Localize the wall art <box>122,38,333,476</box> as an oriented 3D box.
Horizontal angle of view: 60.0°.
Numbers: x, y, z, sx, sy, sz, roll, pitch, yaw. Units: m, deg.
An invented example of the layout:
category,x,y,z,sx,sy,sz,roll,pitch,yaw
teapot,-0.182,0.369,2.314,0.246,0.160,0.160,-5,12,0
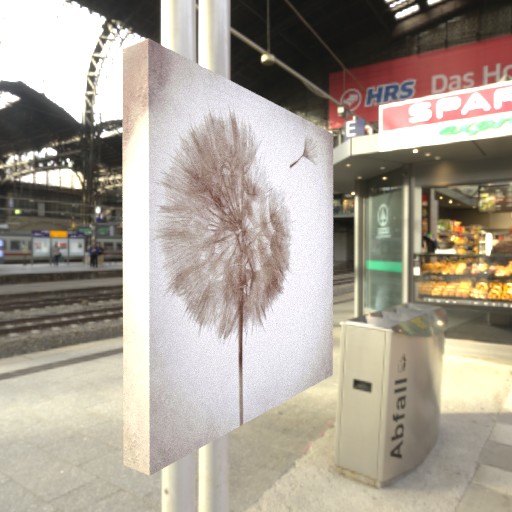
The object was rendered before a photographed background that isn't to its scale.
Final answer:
category,x,y,z,sx,sy,sz,roll,pitch,yaw
wall art,0.000,0.000,0.440,0.028,0.303,0.303,0,1,34
